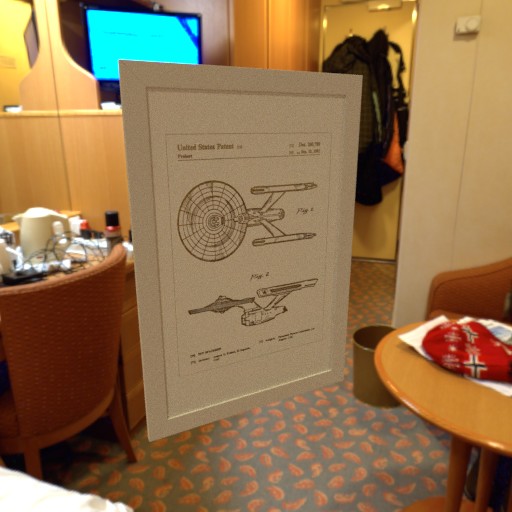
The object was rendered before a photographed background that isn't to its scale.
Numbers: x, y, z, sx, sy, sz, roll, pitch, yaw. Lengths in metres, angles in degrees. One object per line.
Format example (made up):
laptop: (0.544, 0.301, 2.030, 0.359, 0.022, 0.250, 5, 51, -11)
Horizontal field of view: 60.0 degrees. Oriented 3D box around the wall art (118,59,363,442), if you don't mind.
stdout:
wall art: (0.000, 0.000, 0.841, 0.454, 0.659, 0.011, -8, 18, -26)
